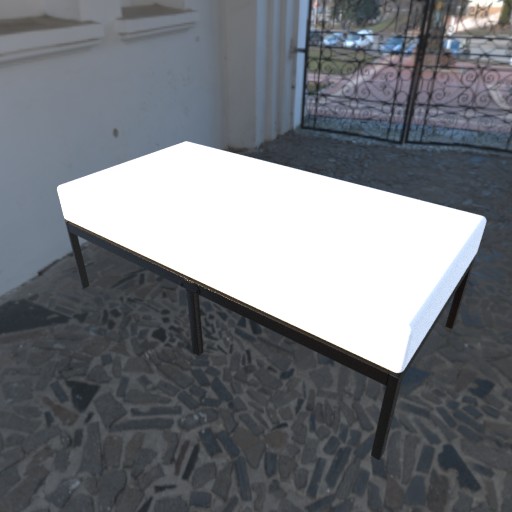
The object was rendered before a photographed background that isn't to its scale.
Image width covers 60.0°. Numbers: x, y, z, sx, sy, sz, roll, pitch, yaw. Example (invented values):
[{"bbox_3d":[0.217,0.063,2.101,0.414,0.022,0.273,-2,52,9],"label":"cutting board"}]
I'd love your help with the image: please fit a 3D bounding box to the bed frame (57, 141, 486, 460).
[{"bbox_3d":[0.000,0.000,2.386,1.950,0.659,1.023,21,38,31],"label":"bed frame"}]
